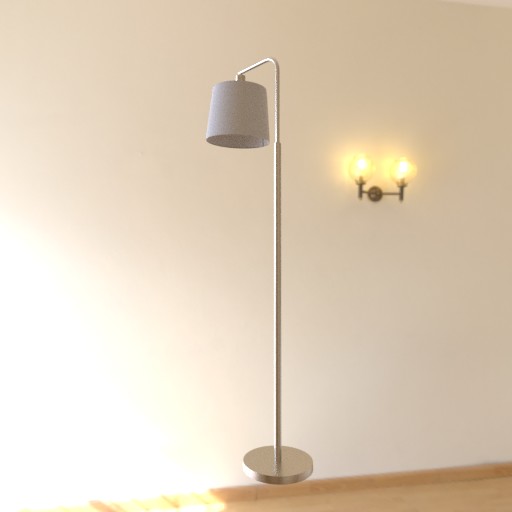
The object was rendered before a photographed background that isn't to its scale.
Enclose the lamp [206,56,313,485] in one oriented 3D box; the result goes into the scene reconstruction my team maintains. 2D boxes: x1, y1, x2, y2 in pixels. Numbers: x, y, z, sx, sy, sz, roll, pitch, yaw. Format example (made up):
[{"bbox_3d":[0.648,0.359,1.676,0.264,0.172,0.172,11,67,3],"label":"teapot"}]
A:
[{"bbox_3d":[0.000,0.000,1.665,0.254,1.478,0.508,1,-1,-36],"label":"lamp"}]
